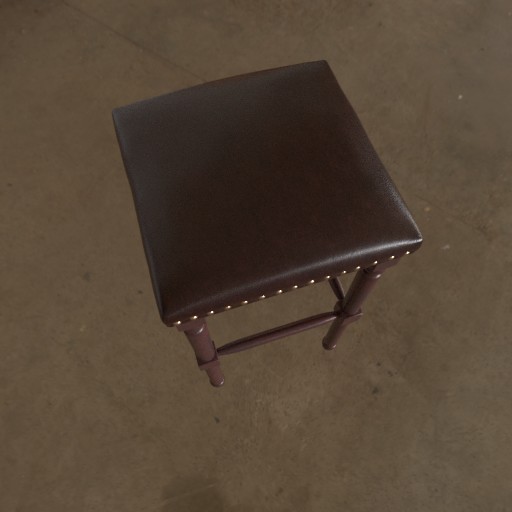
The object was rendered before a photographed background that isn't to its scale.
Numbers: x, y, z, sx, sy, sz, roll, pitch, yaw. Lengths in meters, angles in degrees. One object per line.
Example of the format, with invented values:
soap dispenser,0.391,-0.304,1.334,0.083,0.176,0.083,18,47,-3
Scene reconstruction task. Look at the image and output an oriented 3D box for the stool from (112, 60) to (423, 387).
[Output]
stool,0.000,0.000,0.943,0.383,0.702,0.382,-16,65,-8
